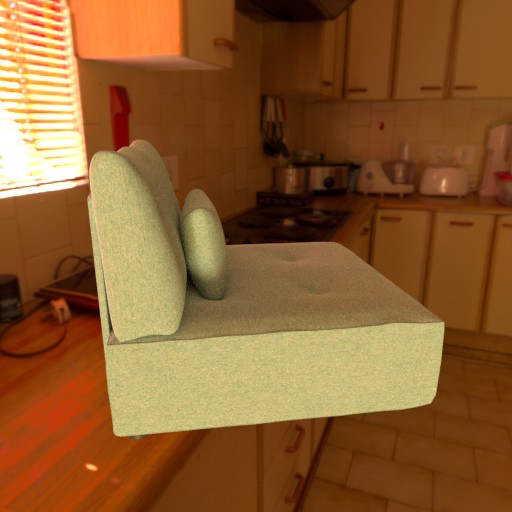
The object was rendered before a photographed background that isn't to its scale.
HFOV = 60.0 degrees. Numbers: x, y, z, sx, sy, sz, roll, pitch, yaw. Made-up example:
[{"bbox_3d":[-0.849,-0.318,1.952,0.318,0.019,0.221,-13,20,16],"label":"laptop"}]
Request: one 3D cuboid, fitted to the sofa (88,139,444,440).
[{"bbox_3d":[0.000,0.000,1.655,1.000,0.820,0.930,-2,17,-8],"label":"sofa"}]
